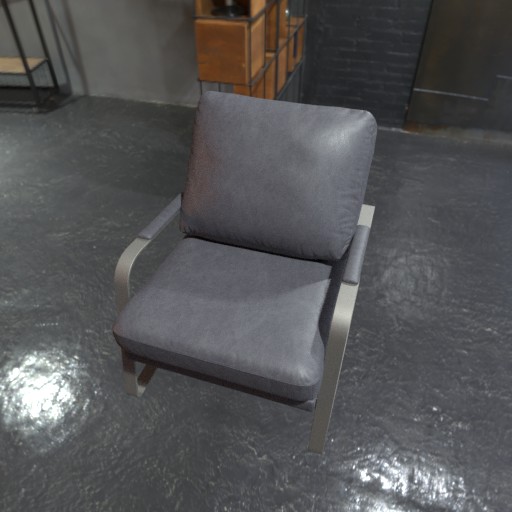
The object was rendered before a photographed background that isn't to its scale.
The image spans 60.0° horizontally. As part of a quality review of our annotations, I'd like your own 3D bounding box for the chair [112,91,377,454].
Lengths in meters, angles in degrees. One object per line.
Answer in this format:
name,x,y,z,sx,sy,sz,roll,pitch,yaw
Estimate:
chair,0.000,0.000,1.484,0.692,0.839,0.878,12,42,14
